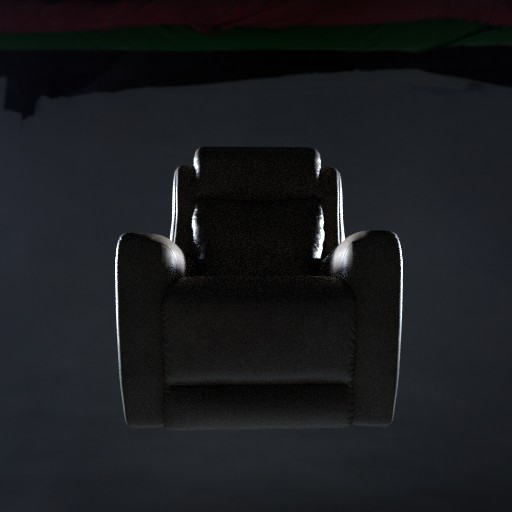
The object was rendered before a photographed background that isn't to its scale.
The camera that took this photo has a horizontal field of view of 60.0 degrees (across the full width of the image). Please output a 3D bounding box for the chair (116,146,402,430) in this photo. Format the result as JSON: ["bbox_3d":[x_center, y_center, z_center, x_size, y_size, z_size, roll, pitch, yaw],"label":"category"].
[{"bbox_3d":[0.000,0.000,1.918,0.967,1.116,1.068,0,1,0],"label":"chair"}]
